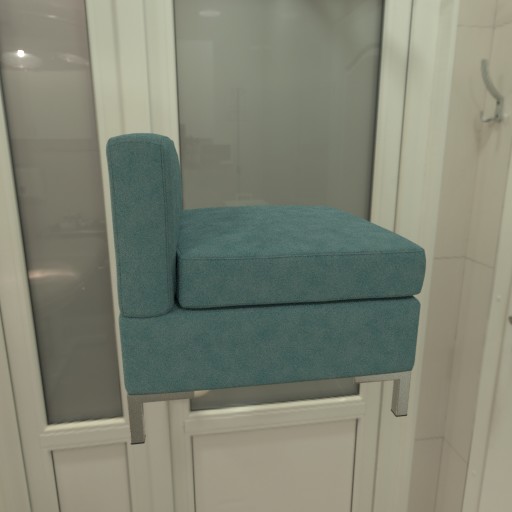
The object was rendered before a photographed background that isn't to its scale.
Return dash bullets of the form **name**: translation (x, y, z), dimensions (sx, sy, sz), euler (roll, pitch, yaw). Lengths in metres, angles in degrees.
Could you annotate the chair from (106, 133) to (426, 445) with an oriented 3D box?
- **chair**: translation (0.000, 0.000, 1.245), dimensions (0.685, 0.660, 0.684), euler (-2, 15, -9)
